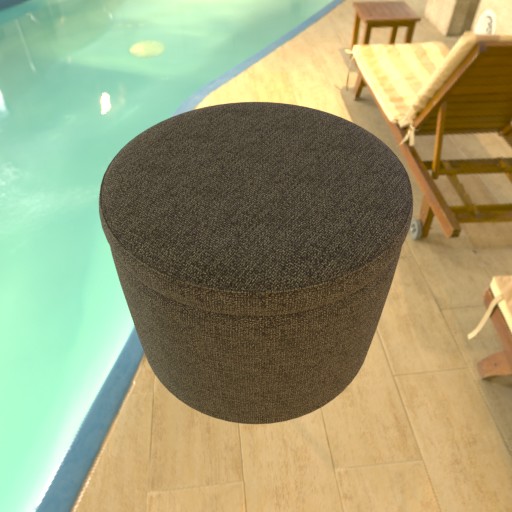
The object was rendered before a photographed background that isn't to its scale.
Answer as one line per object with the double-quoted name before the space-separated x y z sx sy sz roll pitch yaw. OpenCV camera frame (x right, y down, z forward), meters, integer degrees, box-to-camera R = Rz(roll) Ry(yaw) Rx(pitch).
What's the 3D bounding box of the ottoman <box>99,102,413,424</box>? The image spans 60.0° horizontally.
"ottoman" 0.000 0.000 0.878 0.520 0.430 0.520 0 46 0
